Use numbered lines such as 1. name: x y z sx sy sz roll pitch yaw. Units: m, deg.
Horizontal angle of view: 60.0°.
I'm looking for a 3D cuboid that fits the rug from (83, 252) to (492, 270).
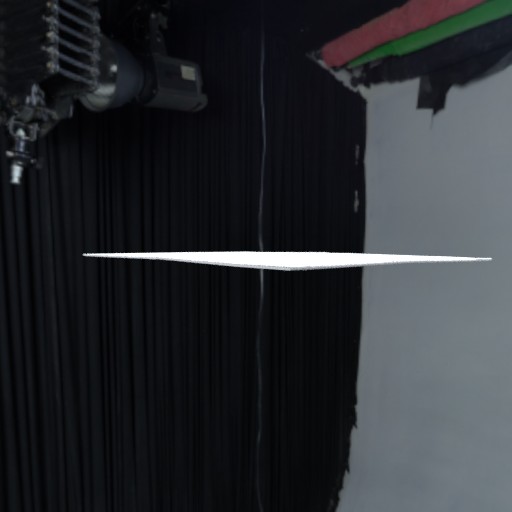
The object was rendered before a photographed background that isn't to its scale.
1. rug: 0.000 0.000 2.198 1.149 0.021 1.773 -1 2 -38
